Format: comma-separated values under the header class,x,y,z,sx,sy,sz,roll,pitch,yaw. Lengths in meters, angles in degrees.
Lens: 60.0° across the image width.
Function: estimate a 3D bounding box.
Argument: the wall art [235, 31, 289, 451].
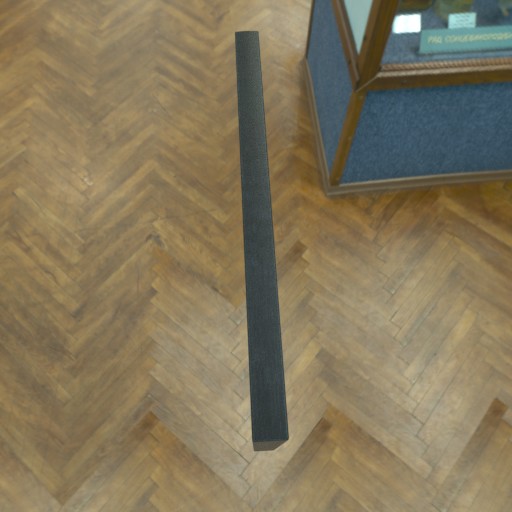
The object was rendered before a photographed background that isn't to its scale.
class,x,y,z,sx,sy,sz,roll,pitch,yaw
wall art,0.000,0.000,0.767,0.038,0.409,0.610,-3,65,-1
